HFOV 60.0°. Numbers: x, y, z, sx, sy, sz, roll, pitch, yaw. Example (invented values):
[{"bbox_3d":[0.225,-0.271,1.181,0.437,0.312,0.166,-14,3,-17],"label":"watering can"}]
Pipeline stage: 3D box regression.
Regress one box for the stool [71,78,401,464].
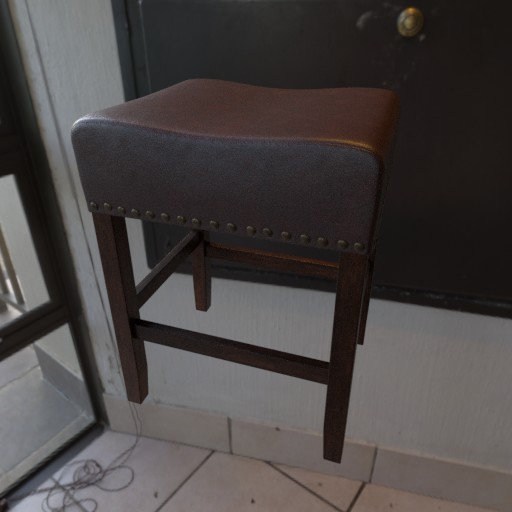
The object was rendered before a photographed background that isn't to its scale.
[{"bbox_3d":[0.000,0.000,0.896,0.465,0.608,0.397,10,32,16],"label":"stool"}]
